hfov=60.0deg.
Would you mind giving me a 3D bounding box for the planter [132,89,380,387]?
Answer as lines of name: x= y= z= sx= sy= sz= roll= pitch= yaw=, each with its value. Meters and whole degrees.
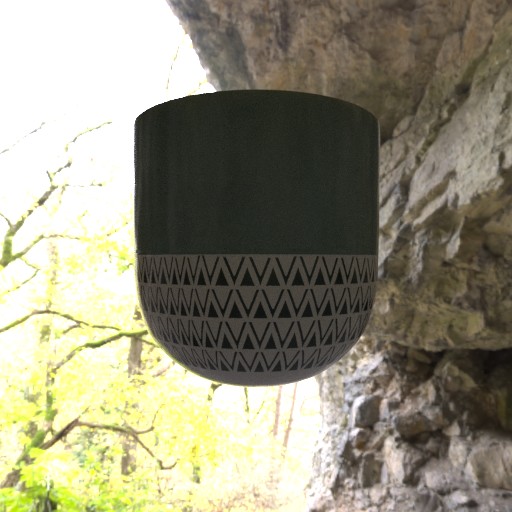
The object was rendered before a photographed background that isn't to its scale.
planter: x=0.000 y=0.000 z=0.492 sx=0.266 sy=0.270 sz=0.266 roll=0 pitch=-1 yaw=0
